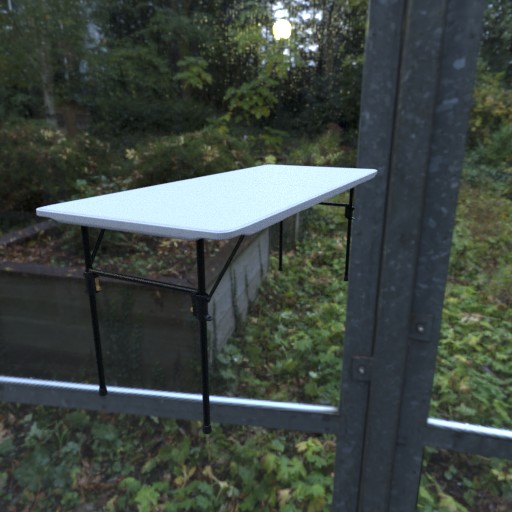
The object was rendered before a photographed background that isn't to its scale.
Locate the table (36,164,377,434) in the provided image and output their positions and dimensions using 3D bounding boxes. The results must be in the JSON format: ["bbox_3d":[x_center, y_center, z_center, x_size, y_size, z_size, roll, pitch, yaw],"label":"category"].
[{"bbox_3d":[0.000,0.000,2.195,0.761,0.719,1.829,8,19,26],"label":"table"}]
